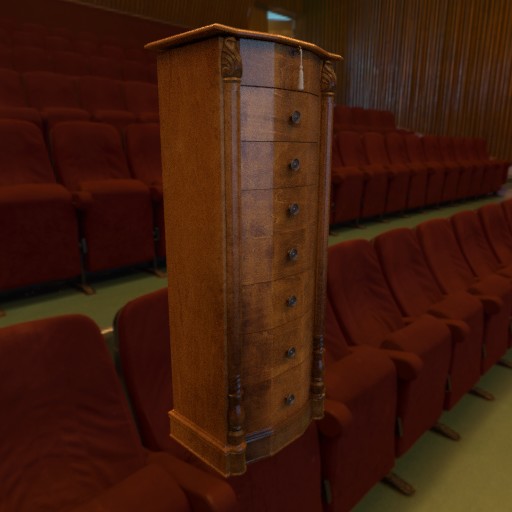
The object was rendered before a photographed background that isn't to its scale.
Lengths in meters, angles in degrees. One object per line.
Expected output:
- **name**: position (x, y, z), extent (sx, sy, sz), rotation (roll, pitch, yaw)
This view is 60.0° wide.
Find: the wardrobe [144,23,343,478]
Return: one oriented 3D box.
- **wardrobe**: position (0.000, 0.000, 1.107), extent (0.273, 0.959, 0.406), rotation (13, 18, 43)
